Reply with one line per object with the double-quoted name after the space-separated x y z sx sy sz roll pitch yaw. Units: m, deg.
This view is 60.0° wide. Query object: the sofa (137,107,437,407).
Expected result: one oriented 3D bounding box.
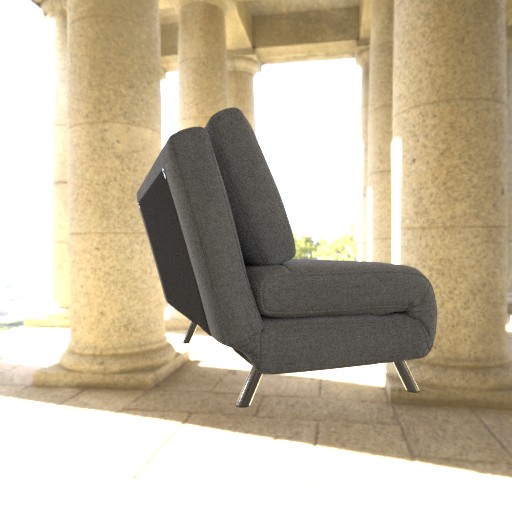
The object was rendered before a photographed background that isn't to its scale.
0.000 0.000 1.898 0.910 0.910 1.220 0 1 -19 "sofa"
